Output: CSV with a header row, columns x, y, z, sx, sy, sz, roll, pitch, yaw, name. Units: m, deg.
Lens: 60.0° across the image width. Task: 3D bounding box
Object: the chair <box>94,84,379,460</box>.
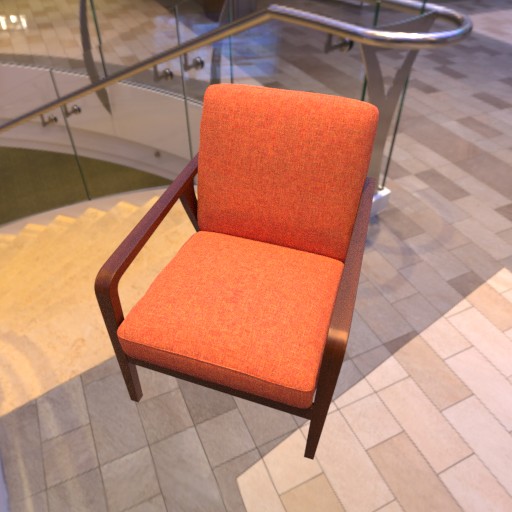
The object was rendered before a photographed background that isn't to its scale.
x,y,z,sx,sy,sz,roll,pitch,yaw,name
0.000,0.000,1.516,0.719,0.890,0.860,13,43,14,chair
